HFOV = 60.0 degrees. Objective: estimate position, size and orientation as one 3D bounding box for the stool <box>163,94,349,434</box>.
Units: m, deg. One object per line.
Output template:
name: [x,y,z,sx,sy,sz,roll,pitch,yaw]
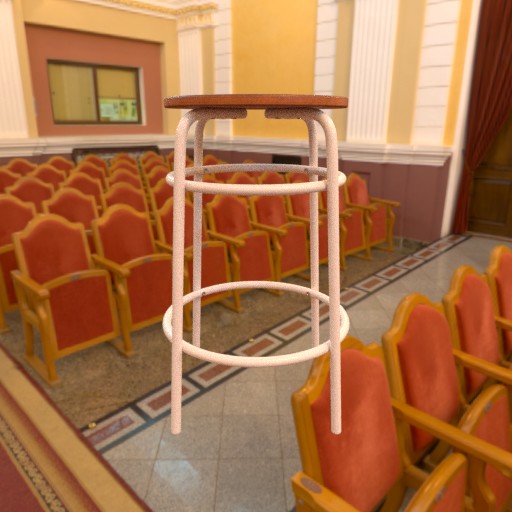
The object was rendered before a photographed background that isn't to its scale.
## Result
stool: [0.000,0.000,0.909,0.455,0.610,0.455,17,24,42]
